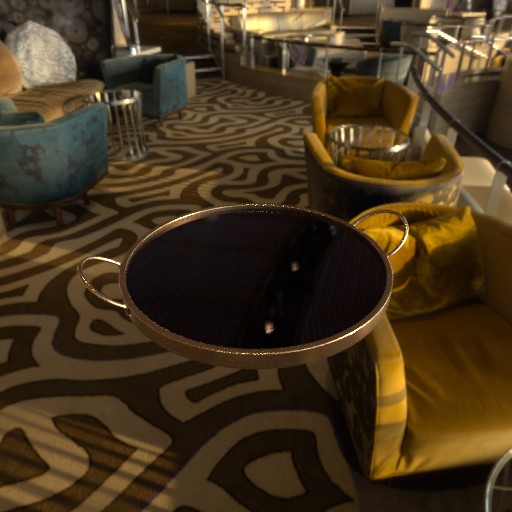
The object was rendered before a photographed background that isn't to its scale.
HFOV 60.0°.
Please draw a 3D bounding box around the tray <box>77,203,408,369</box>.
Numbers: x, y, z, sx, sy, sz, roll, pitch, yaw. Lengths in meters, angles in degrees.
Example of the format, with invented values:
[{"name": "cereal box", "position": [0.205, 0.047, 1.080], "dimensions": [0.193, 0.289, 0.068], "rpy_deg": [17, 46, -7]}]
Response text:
[{"name": "tray", "position": [0.000, 0.000, 0.728], "dimensions": [0.543, 0.069, 0.438], "rpy_deg": [-10, 33, -16]}]
